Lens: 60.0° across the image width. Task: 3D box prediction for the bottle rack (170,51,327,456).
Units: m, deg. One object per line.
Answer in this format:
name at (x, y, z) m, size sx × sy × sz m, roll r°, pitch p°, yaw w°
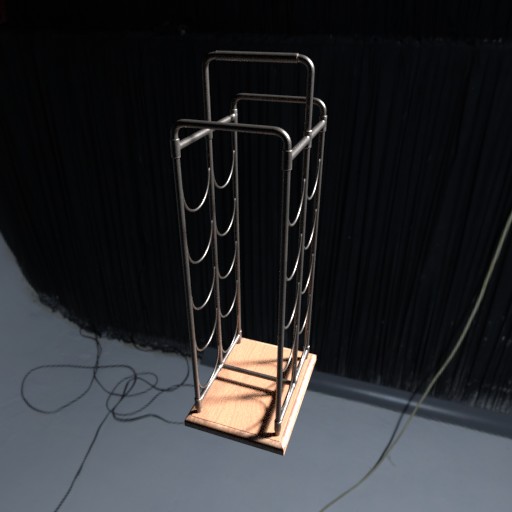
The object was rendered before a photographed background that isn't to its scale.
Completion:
bottle rack at (0.000, 0.000, 0.811) m, size 0.208 × 0.680 × 0.276 m, roll 10°, pitch 31°, yaw 17°
